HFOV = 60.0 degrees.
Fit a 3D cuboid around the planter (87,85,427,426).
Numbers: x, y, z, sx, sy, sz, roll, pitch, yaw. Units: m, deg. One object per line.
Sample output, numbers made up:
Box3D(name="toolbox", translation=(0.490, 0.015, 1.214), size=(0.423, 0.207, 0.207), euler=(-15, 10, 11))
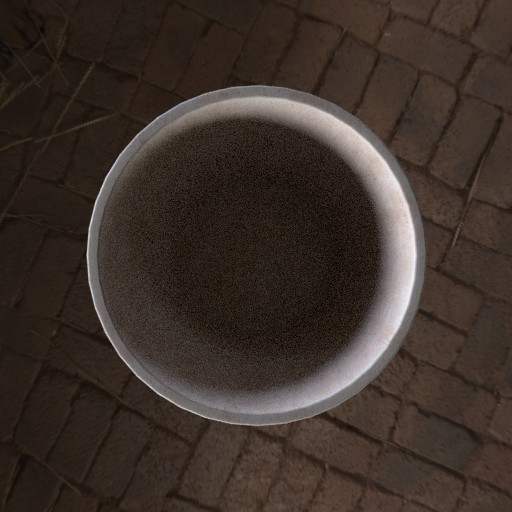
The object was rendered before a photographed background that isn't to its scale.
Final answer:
Box3D(name="planter", translation=(0.000, 0.000, 0.276), size=(0.164, 0.127, 0.164), euler=(0, 90, -1))
